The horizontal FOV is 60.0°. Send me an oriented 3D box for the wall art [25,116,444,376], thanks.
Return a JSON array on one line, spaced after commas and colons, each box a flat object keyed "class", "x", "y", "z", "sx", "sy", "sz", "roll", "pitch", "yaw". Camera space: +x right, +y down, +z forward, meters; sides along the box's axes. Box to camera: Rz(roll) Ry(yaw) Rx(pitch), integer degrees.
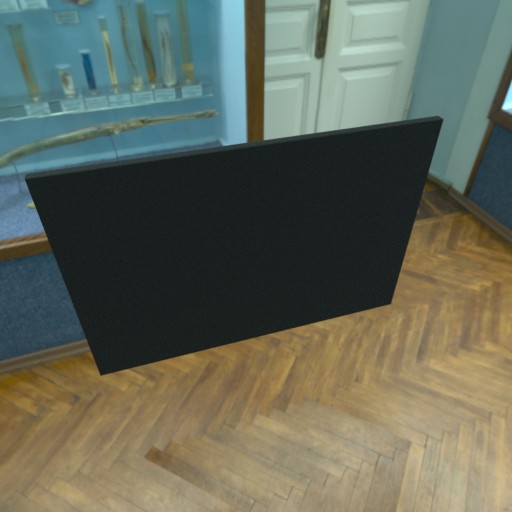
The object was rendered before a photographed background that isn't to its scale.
[{"class": "wall art", "x": 0.000, "y": 0.000, "z": 1.200, "sx": 0.958, "sy": 0.656, "sz": 0.026, "roll": -11, "pitch": 42, "yaw": -13}]
